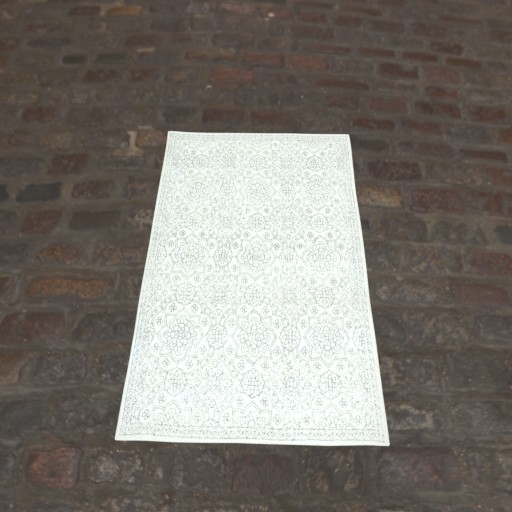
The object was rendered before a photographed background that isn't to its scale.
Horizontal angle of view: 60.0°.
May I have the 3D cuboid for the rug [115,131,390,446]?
[{"bbox_3d":[0.000,0.000,3.076,1.518,0.023,2.434,1,58,1],"label":"rug"}]
